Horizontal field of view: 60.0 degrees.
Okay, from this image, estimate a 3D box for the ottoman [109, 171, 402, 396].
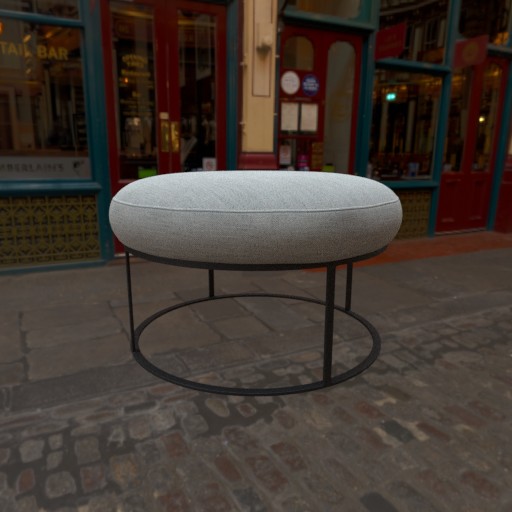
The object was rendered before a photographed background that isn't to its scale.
[{"bbox_3d":[0.000,0.000,1.245,0.769,0.459,0.769,0,13,0],"label":"ottoman"}]
